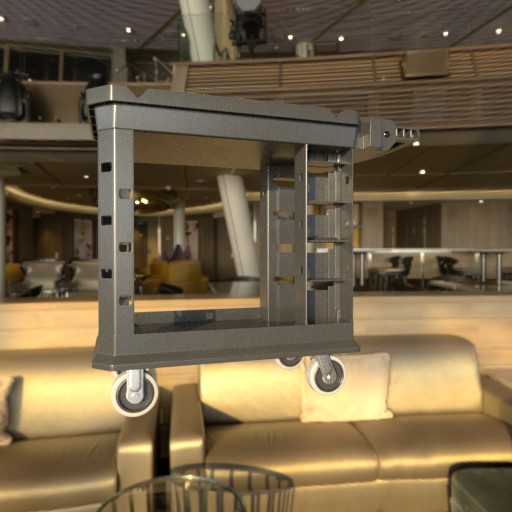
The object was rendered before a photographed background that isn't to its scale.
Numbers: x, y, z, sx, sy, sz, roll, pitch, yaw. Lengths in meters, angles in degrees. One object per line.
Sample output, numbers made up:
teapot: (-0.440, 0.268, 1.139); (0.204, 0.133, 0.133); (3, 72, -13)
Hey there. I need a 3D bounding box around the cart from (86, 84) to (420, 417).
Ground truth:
cart: (0.000, 0.000, 1.511); (1.061, 0.884, 0.497); (0, 1, -18)
